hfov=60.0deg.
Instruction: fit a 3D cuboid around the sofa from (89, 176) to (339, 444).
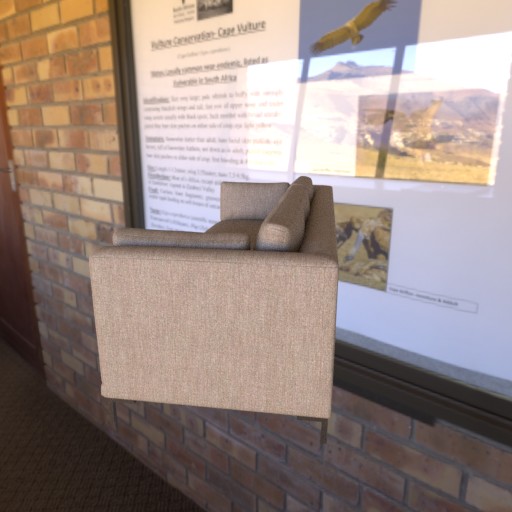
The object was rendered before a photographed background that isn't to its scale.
[{"bbox_3d":[0.000,0.000,2.860,0.969,0.867,2.415,2,16,9],"label":"sofa"}]
